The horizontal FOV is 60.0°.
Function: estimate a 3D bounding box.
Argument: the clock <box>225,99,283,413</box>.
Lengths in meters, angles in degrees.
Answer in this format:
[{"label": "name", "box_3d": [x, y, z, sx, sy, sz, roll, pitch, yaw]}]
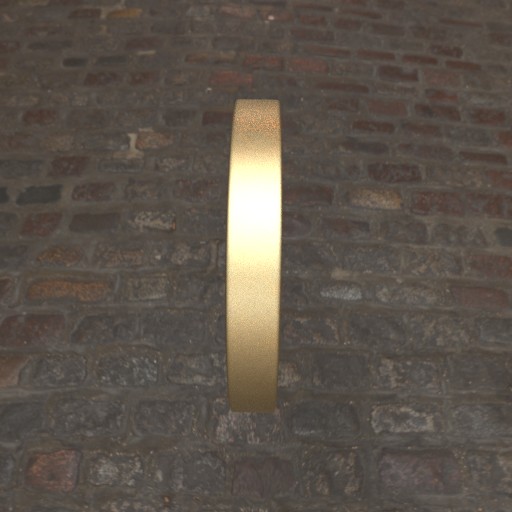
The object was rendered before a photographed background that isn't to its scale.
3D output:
[{"label": "clock", "box_3d": [0.000, 0.000, 0.471, 0.040, 0.314, 0.314, 1, 58, 1]}]
